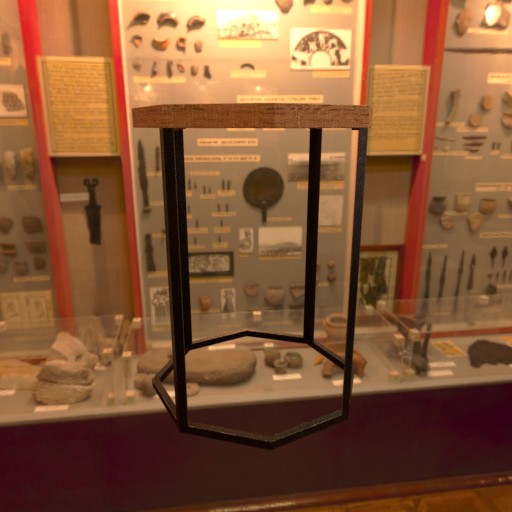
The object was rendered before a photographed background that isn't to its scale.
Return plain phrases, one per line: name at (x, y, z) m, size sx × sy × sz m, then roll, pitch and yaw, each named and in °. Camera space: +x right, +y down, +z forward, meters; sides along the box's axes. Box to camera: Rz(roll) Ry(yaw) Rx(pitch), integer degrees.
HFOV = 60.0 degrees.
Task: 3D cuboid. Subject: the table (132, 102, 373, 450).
table at (0.000, 0.000, 0.876) m, size 0.437 × 0.553 × 0.437 m, roll -2°, pitch 17°, yaw -6°
